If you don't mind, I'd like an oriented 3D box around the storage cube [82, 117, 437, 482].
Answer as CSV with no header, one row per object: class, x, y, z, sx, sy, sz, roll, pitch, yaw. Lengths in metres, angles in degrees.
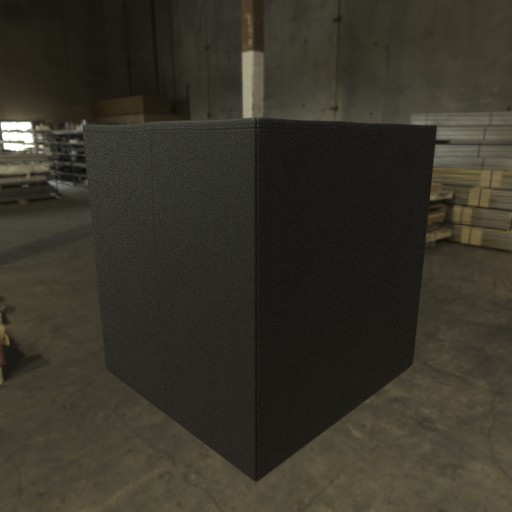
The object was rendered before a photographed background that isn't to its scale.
storage cube,0.000,0.000,0.494,0.270,0.280,0.270,-14,21,-43
